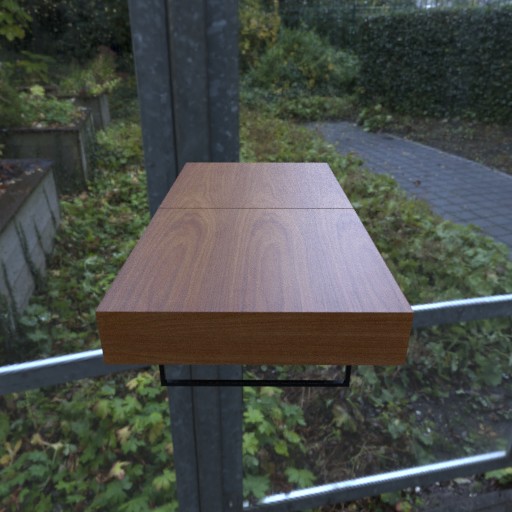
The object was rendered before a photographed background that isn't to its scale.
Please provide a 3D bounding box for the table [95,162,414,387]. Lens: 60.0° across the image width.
[{"bbox_3d":[0.000,0.000,1.456,0.610,0.330,1.194,0,25,0],"label":"table"}]
